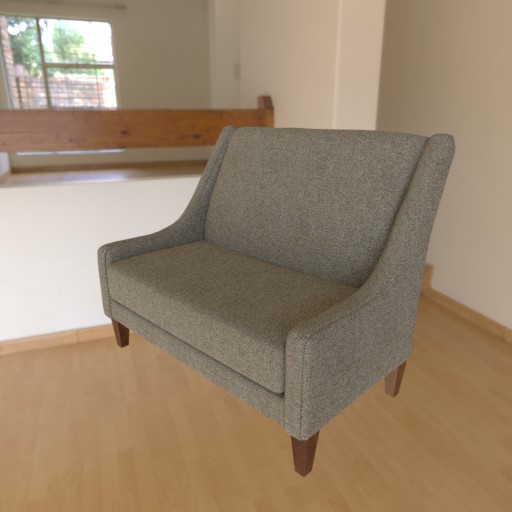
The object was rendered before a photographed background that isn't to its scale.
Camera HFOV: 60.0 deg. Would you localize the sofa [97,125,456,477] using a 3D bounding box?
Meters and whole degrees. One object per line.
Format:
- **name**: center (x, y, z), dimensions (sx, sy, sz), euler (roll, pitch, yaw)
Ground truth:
- **sofa**: center (0.000, 0.000, 1.877), dimensions (1.242, 1.021, 0.870), euler (17, 25, 42)
